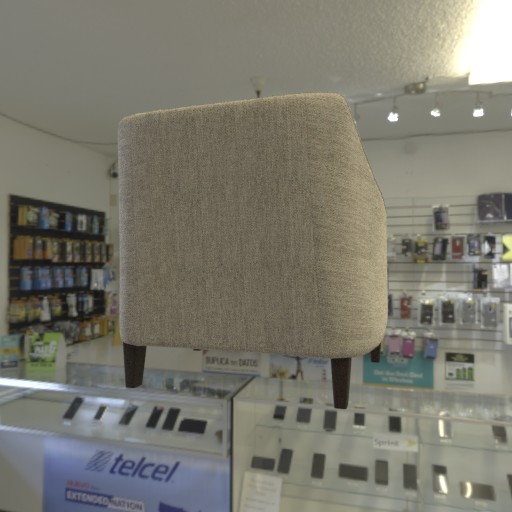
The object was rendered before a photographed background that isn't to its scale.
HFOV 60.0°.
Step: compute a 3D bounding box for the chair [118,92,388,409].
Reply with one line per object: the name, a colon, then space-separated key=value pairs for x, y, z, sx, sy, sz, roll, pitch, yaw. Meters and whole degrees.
chair: x=0.000 y=0.000 z=1.425 sx=0.796 sy=0.761 sz=0.758 roll=0 pitch=-1 yaw=18
